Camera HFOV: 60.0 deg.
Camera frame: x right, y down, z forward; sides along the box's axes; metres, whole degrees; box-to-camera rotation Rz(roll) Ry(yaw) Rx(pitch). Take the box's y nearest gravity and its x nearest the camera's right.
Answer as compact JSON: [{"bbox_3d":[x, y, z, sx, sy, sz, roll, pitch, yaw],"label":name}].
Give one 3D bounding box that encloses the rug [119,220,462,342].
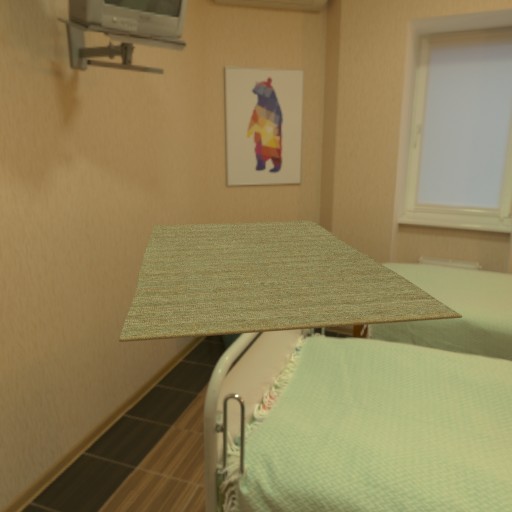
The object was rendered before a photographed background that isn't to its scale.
[{"bbox_3d":[0.000,0.000,3.079,1.540,0.012,2.448,-2,15,-9],"label":"rug"}]
